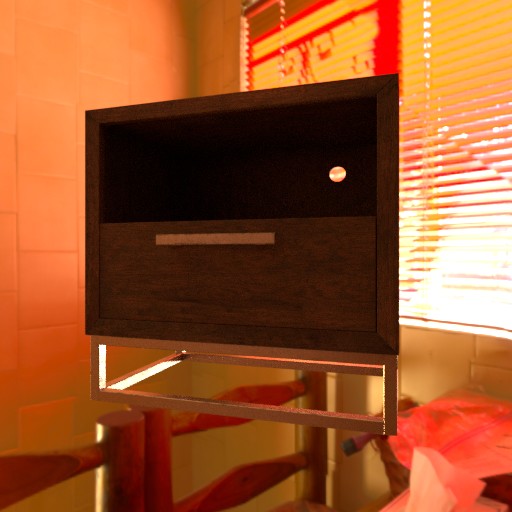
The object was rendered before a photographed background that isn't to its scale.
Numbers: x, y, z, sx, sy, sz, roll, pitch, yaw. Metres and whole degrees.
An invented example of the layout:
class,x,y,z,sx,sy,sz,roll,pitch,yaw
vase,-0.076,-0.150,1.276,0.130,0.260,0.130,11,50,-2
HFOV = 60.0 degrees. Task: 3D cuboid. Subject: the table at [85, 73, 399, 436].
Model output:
class,x,y,z,sx,sy,sz,roll,pitch,yaw
table,0.000,0.000,1.247,0.767,0.746,0.542,0,0,18
